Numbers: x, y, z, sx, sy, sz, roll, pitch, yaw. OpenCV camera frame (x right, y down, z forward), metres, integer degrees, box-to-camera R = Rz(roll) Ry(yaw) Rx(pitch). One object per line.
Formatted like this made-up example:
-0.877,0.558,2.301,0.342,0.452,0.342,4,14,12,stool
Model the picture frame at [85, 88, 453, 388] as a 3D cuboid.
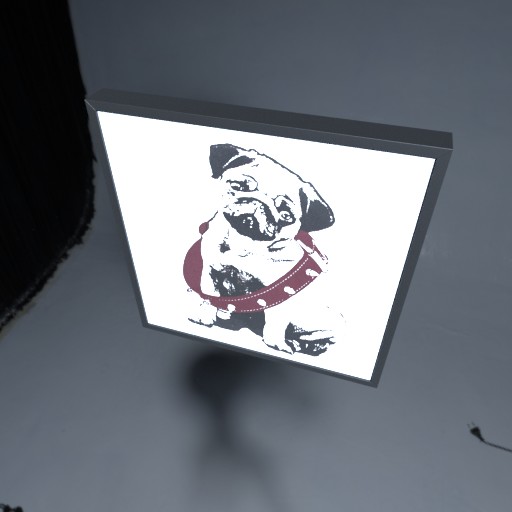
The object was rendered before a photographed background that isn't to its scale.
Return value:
0.000,0.000,0.481,0.317,0.317,0.030,12,42,13,picture frame
